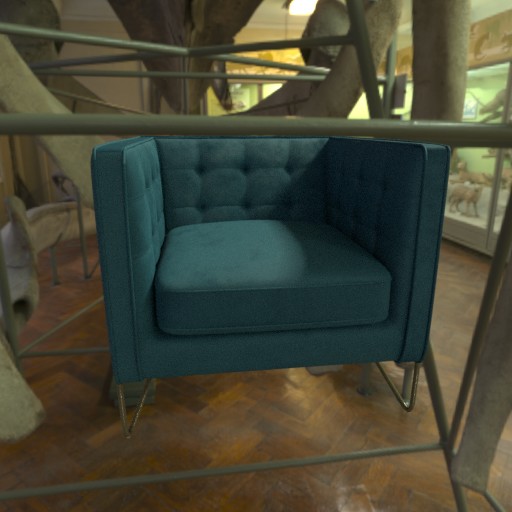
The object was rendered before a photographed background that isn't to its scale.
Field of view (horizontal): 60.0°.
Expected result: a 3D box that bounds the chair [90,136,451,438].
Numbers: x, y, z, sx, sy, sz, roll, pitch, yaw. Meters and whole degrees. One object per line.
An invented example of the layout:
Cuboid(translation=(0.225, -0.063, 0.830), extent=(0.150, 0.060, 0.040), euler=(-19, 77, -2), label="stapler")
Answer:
Cuboid(translation=(0.000, 0.000, 1.536), extent=(0.880, 0.790, 0.894), euler=(-2, 16, -8), label="chair")
